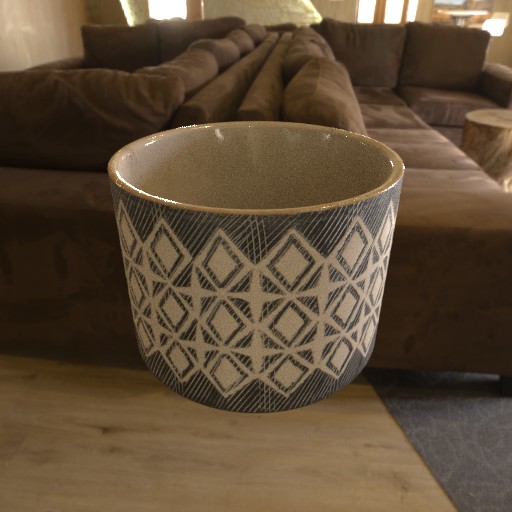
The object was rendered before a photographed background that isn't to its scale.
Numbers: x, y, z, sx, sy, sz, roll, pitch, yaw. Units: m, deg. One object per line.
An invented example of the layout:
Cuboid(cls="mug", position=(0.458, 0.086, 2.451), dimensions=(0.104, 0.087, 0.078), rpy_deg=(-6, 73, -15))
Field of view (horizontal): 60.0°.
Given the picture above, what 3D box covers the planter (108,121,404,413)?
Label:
Cuboid(cls="planter", position=(0.000, 0.000, 0.222), dimensions=(0.126, 0.104, 0.126), rpy_deg=(0, 30, 0))
